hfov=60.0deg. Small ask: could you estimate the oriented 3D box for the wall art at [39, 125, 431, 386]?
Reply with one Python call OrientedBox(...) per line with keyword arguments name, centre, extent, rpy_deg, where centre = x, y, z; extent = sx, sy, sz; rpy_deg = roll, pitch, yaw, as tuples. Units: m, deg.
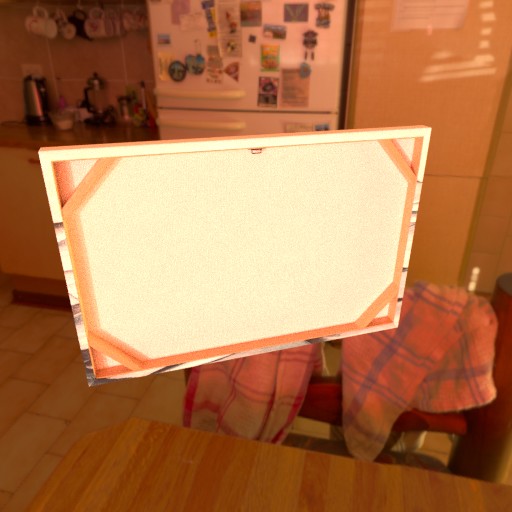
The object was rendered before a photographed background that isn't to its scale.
OrientedBox(name="wall art", centre=(0.000, 0.000, 1.147), extent=(0.914, 0.609, 0.039), rpy_deg=(-8, 27, -15))
